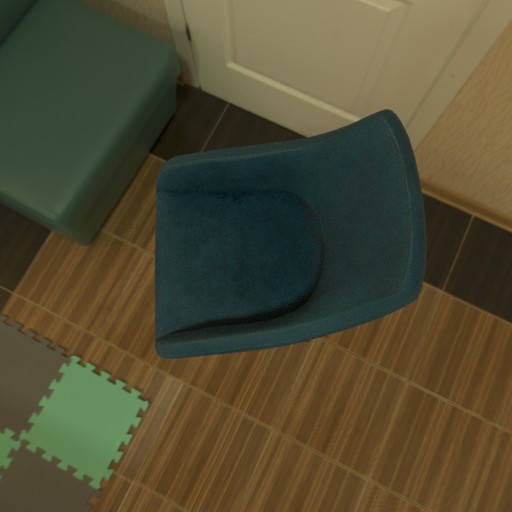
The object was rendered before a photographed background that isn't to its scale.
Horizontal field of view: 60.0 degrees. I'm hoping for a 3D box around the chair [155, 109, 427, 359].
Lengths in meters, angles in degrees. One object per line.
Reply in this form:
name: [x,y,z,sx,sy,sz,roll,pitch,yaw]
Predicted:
chair: [0.000,0.000,1.558,0.794,1.081,0.683,-3,76,-1]
